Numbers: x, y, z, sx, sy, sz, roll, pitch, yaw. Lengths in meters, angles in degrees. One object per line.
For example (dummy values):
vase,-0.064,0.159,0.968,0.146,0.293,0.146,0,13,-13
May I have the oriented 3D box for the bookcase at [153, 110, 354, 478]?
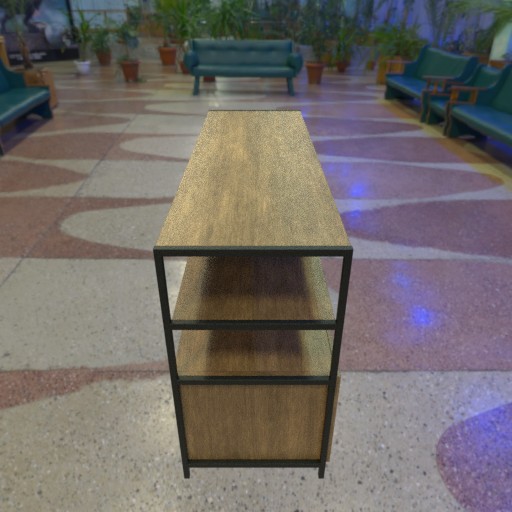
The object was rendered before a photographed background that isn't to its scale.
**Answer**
bookcase,0.000,0.000,1.504,0.391,0.712,1.149,0,31,0
